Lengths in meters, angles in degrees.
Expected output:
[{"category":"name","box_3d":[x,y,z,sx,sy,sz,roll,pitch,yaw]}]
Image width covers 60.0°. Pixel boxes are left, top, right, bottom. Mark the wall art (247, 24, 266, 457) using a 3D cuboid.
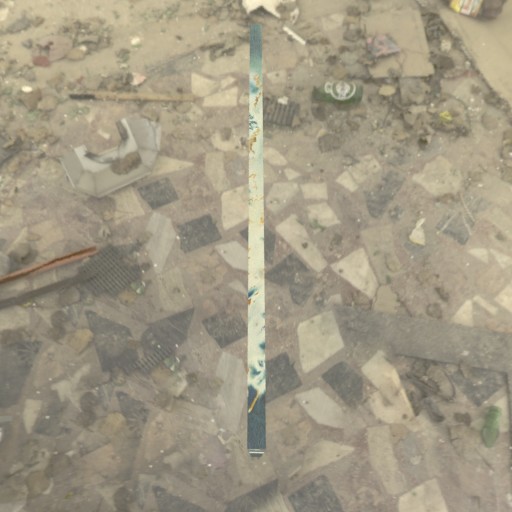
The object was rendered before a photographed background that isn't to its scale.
[{"category":"wall art","box_3d":[0.000,0.000,1.395,0.035,0.759,1.138,0,65,0]}]
